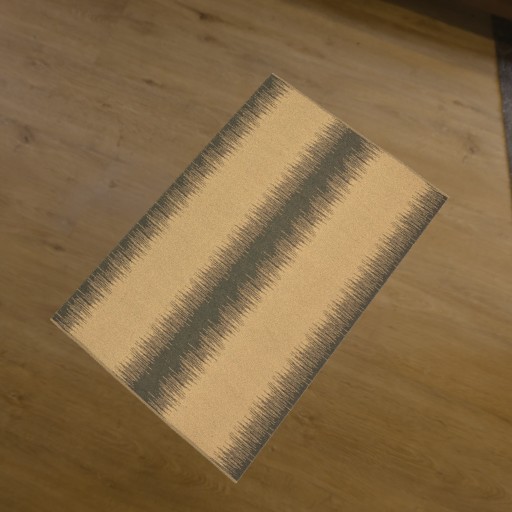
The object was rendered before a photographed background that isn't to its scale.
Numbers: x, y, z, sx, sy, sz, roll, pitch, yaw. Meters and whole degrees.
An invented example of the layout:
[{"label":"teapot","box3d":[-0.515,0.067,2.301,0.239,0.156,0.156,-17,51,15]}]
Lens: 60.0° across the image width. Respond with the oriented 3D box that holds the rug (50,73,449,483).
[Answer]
[{"label":"rug","box3d":[0.000,0.000,2.347,1.234,0.006,1.854,38,80,8]}]
